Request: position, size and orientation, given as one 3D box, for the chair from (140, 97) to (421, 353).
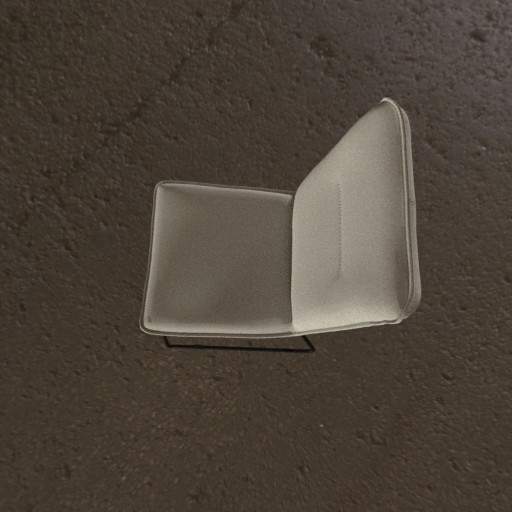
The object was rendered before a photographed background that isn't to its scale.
[{"bbox_3d":[0.000,0.000,1.365,0.688,0.930,0.515,2,74,1],"label":"chair"}]
